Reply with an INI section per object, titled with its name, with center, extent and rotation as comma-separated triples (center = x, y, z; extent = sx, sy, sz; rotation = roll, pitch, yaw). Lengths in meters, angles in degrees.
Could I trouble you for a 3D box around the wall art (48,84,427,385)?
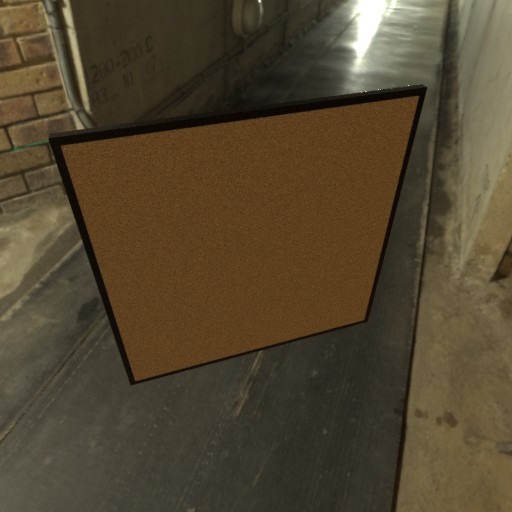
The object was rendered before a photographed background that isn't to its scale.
[wall art]
center = 0.000, 0.000, 0.667
extent = 0.457, 0.458, 0.012
rotation = -12, 43, -14
